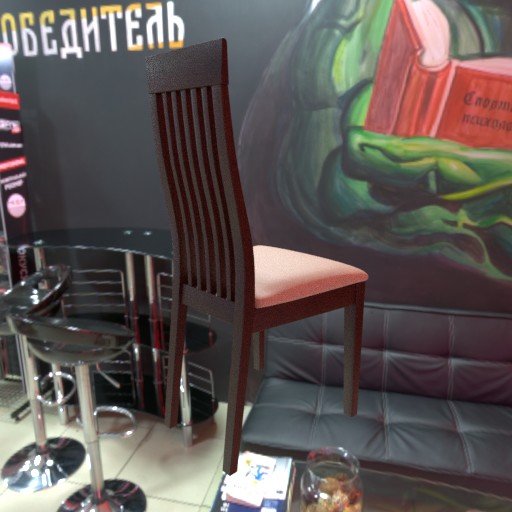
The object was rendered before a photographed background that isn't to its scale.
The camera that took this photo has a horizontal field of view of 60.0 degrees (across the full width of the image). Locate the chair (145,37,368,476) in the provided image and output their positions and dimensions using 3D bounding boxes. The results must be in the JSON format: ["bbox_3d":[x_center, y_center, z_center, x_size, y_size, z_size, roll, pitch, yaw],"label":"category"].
[{"bbox_3d":[0.000,0.000,1.260,0.474,1.027,0.460,-14,20,-43],"label":"chair"}]
